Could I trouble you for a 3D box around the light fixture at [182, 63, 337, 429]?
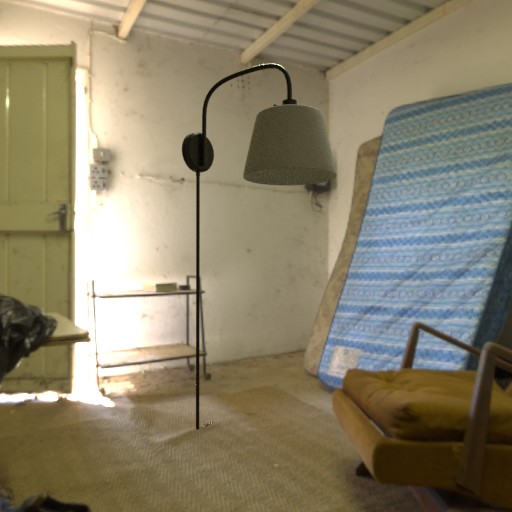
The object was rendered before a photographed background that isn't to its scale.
[{"bbox_3d":[0.000,0.000,0.463,0.176,0.399,0.092,-1,-1,37],"label":"light fixture"}]
